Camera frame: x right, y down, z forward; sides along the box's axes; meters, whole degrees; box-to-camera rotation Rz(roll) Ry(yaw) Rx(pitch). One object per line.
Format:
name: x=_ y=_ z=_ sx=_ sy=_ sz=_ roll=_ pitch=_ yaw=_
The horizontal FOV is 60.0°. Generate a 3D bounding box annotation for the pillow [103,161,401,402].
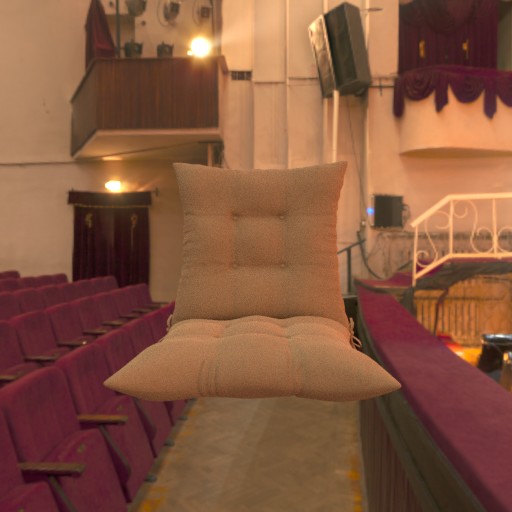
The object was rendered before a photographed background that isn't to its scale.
pillow: x=0.000 y=0.000 z=1.029 sx=0.541 sy=0.536 sz=0.585 roll=0 pitch=1 yaw=2
